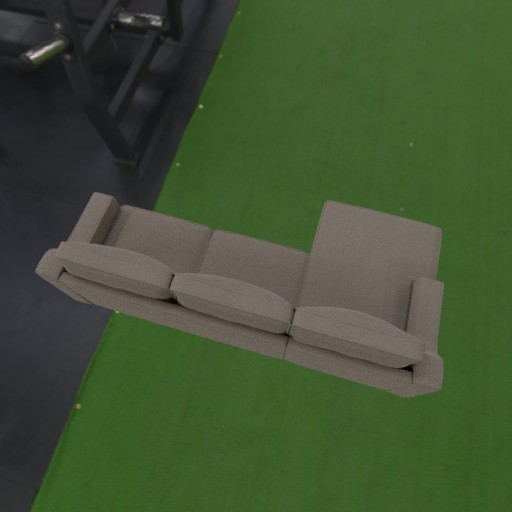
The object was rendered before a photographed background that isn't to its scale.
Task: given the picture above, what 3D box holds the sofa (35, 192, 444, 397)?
[{"bbox_3d":[0.000,0.000,3.171,2.561,0.928,1.294,15,65,7],"label":"sofa"}]
